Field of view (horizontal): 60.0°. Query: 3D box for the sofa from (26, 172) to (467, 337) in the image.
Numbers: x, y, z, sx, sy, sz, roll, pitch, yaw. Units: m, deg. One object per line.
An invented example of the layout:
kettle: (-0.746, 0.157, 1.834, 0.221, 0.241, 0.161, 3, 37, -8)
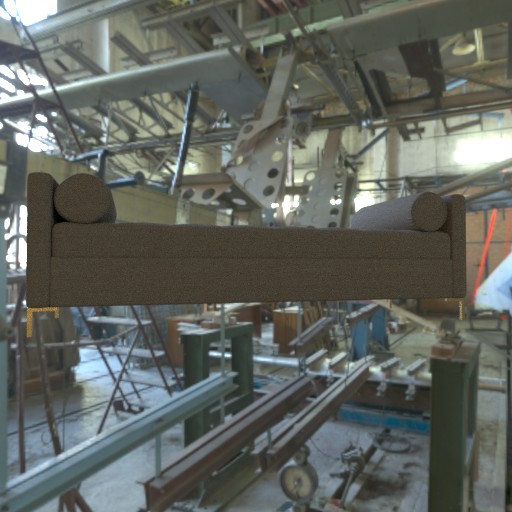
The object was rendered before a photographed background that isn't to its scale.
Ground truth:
sofa: (0.000, 0.000, 2.249, 1.981, 0.635, 0.686, 0, -1, -16)
